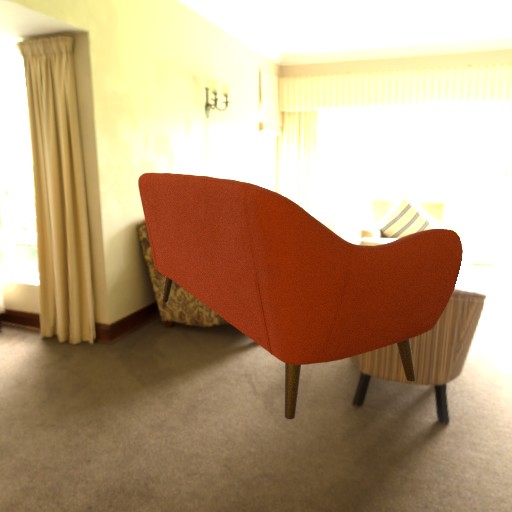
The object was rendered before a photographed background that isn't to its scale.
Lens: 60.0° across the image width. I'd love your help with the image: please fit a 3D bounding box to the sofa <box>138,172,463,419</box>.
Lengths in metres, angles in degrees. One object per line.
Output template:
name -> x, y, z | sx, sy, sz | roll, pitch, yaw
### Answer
sofa -> 0.000, 0.000, 2.269 | 0.820, 0.836, 1.840 | -6, 14, -28
